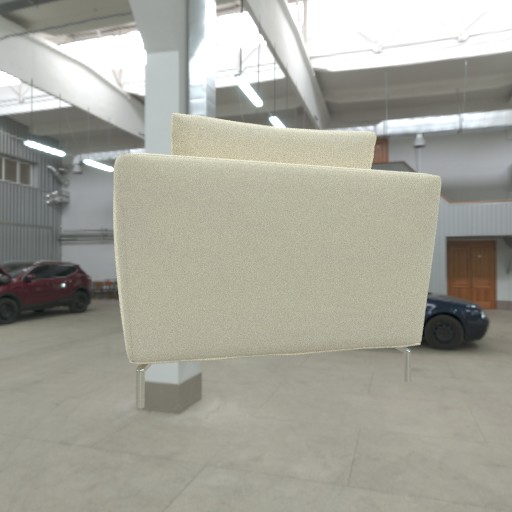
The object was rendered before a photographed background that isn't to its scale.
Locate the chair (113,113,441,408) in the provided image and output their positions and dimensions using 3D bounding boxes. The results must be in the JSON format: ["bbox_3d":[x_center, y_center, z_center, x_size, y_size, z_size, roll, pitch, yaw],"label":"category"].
[{"bbox_3d":[0.000,0.000,1.696,1.041,0.865,0.889,0,-1,-18],"label":"chair"}]
